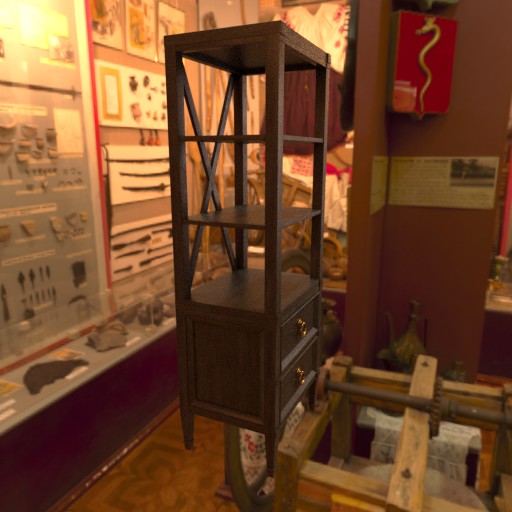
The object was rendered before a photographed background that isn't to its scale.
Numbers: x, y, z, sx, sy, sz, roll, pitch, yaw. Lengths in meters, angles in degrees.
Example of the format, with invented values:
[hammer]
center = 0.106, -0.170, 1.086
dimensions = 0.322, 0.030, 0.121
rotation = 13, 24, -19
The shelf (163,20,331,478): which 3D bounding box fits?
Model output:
[shelf]
center = 0.000, 0.000, 1.973
dimensions = 0.472, 1.727, 0.584
rotation = 6, 14, 25
